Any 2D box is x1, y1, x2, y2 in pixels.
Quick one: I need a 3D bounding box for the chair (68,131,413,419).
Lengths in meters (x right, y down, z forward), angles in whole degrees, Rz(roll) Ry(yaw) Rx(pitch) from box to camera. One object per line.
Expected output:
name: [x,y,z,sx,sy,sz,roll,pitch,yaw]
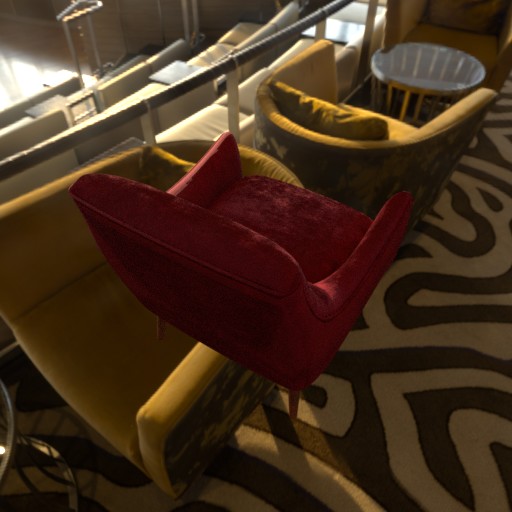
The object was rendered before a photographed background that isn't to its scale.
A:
chair: [0.000,0.000,1.460,0.762,0.838,0.787,24,51,22]
